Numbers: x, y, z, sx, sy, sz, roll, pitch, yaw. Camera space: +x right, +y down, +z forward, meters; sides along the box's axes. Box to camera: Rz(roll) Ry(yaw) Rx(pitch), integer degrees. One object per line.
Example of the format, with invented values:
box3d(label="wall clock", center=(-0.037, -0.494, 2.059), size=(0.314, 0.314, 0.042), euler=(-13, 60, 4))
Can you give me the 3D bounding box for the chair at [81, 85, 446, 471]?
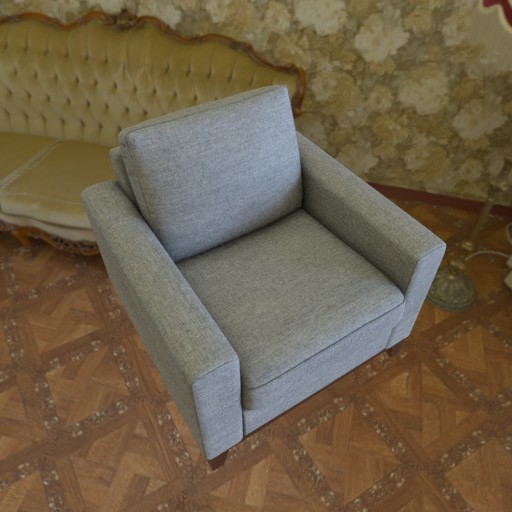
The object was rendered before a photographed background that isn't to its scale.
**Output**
box3d(label="chair", center=(0.000, 0.000, 1.795), size=(1.024, 1.010, 1.038), euler=(-24, 50, -22))
